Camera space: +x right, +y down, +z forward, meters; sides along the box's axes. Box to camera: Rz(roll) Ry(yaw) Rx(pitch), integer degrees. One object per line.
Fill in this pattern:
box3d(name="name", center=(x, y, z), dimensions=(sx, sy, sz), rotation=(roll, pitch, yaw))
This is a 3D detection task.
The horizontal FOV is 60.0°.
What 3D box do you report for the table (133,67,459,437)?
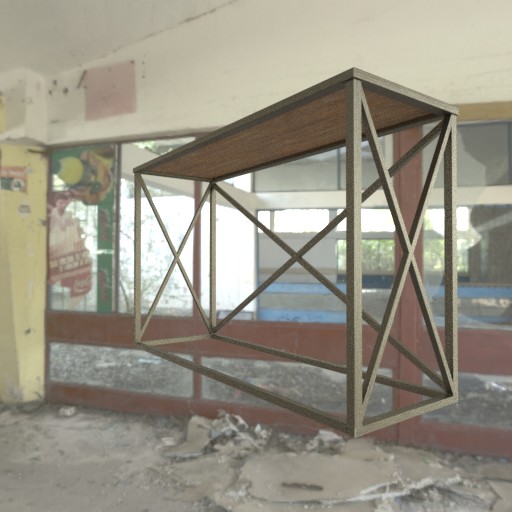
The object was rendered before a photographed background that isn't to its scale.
box3d(name="table", center=(0.000, 0.000, 1.503), dimensions=(0.402, 0.753, 1.216), rotation=(1, -1, -36))
